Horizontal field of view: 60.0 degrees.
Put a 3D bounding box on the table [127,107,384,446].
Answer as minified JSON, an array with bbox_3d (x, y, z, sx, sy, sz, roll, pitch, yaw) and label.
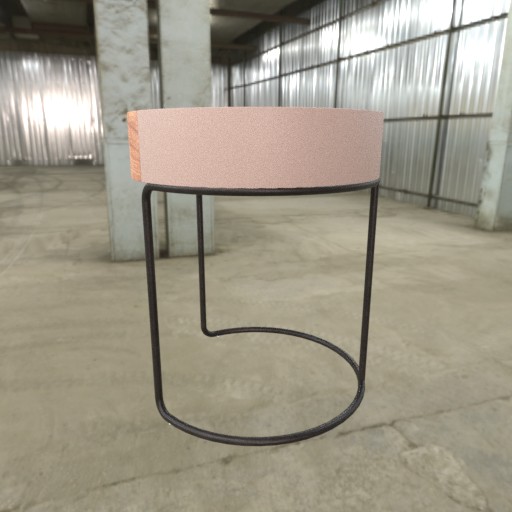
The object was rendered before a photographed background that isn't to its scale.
[{"bbox_3d":[0.000,0.000,0.870,0.450,0.530,0.450,0,15,0],"label":"table"}]
